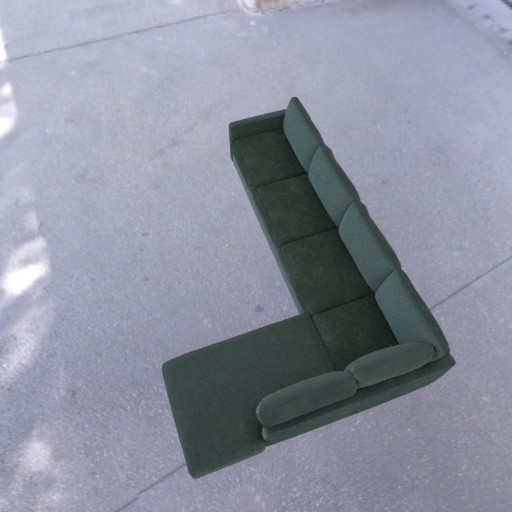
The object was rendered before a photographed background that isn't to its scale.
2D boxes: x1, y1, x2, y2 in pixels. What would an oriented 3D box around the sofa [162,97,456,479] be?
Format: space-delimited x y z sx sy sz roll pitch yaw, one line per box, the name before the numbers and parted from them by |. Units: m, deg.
sofa | 0.000 0.000 3.242 1.707 0.687 2.486 -17 60 -10
